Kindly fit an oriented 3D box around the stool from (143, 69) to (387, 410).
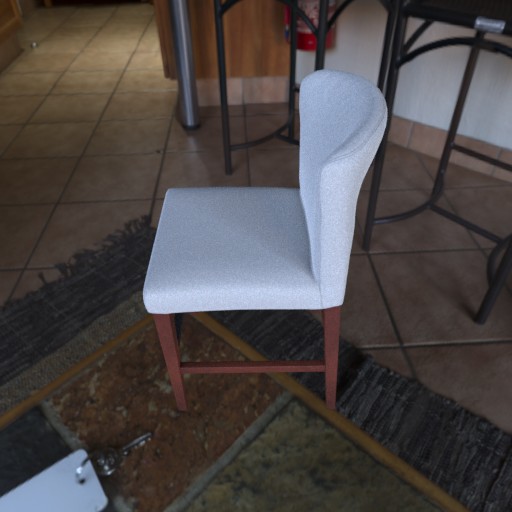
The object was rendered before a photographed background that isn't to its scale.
[{"bbox_3d":[0.000,0.000,1.296,0.568,0.968,0.479,-1,42,-1],"label":"stool"}]
